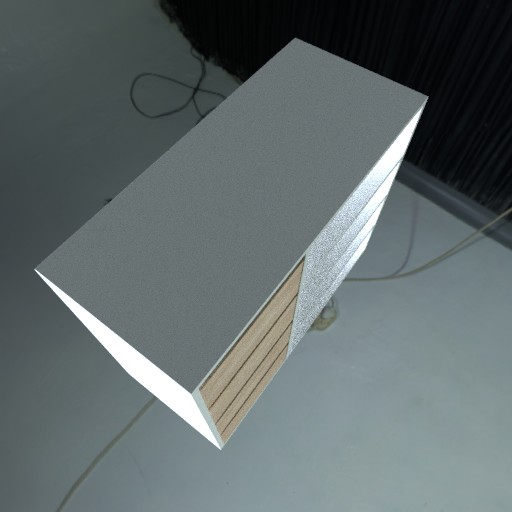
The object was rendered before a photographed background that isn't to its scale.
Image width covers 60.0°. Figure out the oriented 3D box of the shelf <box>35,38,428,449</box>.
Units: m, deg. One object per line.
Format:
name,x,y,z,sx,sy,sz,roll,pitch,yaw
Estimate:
shelf,0.000,0.000,1.288,0.396,0.732,0.895,33,65,17
